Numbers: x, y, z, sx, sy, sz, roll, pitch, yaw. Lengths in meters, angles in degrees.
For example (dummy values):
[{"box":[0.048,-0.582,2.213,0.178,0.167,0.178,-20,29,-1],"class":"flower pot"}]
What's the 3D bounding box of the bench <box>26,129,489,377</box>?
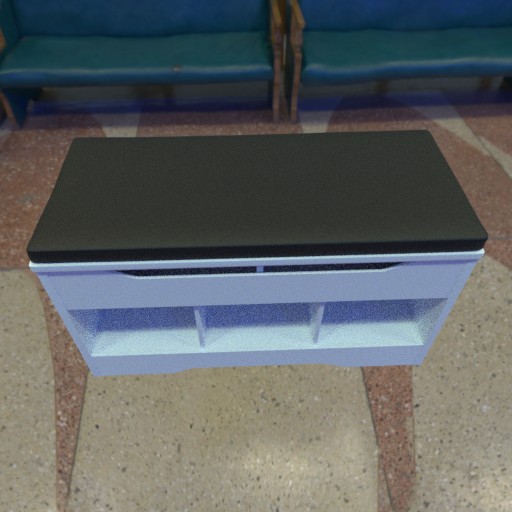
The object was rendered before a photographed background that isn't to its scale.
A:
[{"box":[0.000,0.000,1.156,0.899,0.500,0.401,-2,47,-2],"class":"bench"}]
